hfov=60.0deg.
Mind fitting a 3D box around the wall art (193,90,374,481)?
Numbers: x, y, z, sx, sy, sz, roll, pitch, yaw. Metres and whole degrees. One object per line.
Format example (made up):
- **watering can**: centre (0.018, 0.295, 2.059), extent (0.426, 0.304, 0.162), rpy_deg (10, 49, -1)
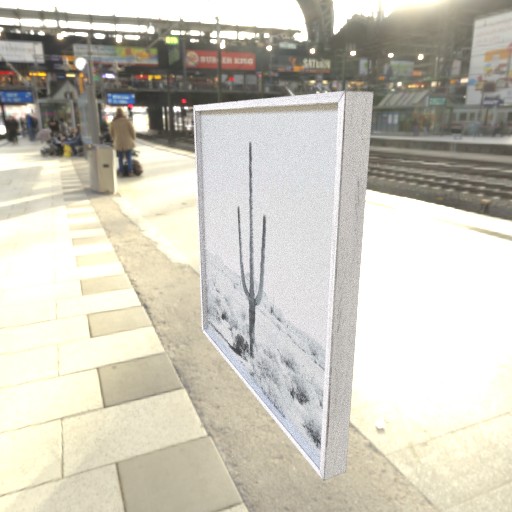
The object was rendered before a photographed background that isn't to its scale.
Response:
- **wall art**: centre (0.000, 0.000, 0.767), extent (0.038, 0.508, 0.508), rpy_deg (-8, 19, -25)
